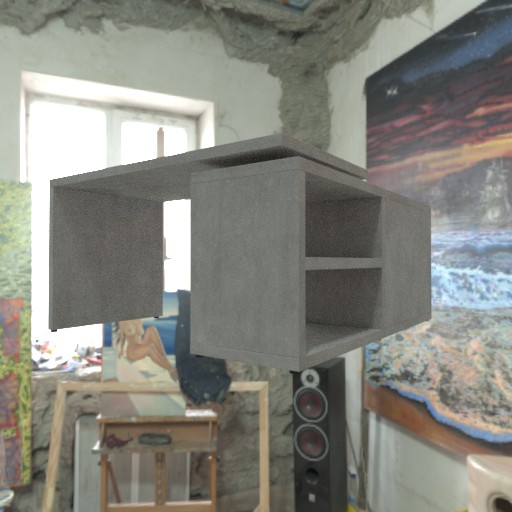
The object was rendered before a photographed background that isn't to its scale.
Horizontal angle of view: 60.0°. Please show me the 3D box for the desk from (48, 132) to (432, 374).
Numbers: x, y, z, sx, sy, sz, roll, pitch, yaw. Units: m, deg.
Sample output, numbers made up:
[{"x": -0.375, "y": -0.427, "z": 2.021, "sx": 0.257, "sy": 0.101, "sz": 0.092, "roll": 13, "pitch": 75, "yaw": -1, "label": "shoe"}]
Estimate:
[{"x": 0.000, "y": 0.000, "z": 2.347, "sx": 1.400, "sy": 0.740, "sz": 1.500, "roll": 0, "pitch": -1, "yaw": 36, "label": "desk"}]
